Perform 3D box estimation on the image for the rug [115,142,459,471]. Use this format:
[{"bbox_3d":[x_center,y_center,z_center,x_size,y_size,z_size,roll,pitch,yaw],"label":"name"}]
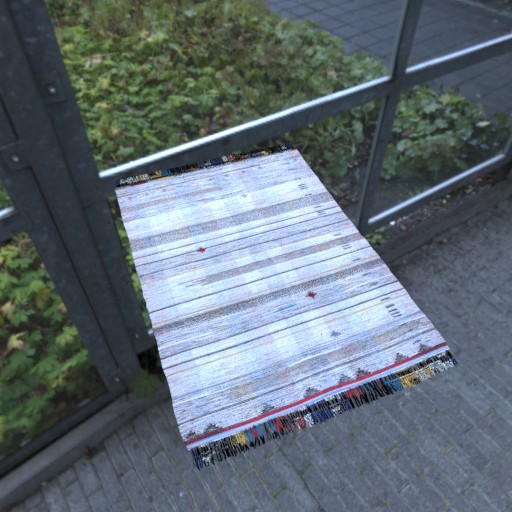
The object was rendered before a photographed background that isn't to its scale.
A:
[{"bbox_3d":[0.000,0.000,2.325,1.217,0.012,1.848,-16,49,-14],"label":"rug"}]
